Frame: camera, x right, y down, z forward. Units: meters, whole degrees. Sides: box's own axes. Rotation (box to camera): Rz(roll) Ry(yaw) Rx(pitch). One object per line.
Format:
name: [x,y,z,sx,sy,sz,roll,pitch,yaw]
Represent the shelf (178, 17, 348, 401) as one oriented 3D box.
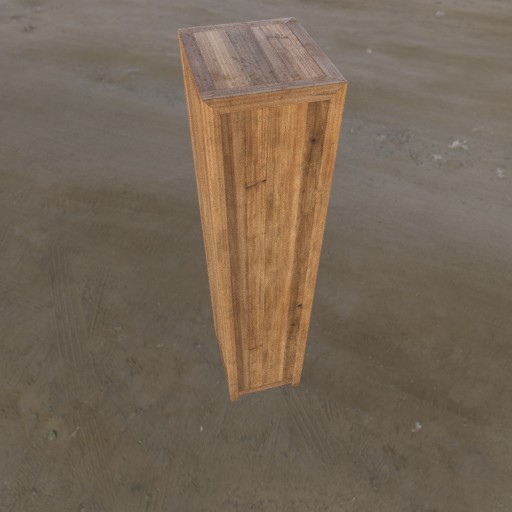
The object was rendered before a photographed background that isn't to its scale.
shelf: [0.000,0.000,2.093,0.428,1.900,0.500,-11,49,-10]
